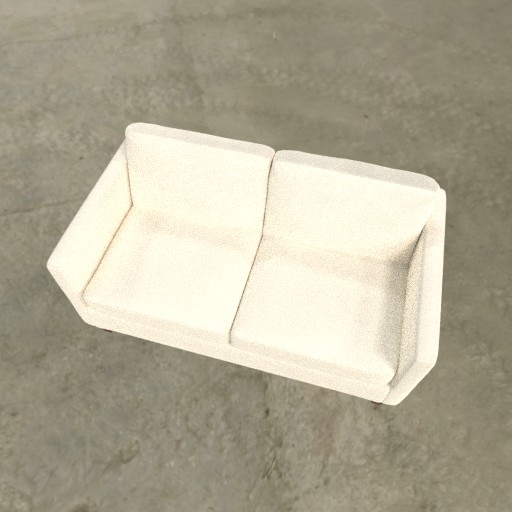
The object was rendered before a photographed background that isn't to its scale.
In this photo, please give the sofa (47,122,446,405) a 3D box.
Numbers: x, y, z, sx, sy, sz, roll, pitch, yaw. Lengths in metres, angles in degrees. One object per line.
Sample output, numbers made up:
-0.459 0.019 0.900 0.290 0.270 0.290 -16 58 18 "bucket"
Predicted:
0.000 0.000 2.249 1.702 0.888 0.964 13 57 9 "sofa"
